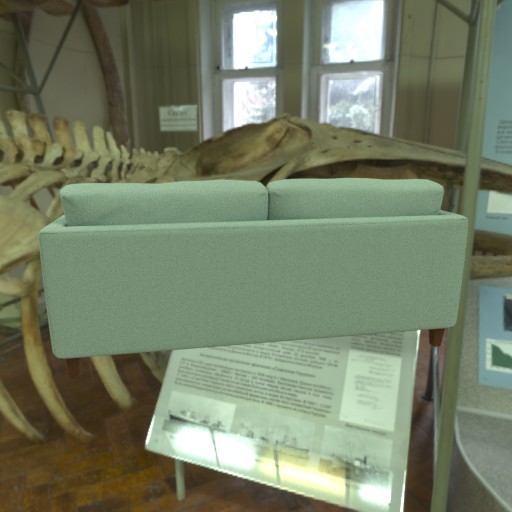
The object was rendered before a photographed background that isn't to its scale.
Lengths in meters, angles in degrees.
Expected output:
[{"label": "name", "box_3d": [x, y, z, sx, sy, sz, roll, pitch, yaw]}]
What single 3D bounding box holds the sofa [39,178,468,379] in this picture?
[{"label": "sofa", "box_3d": [0.000, 0.000, 2.704, 2.208, 0.965, 0.951, -3, 14, -10]}]
